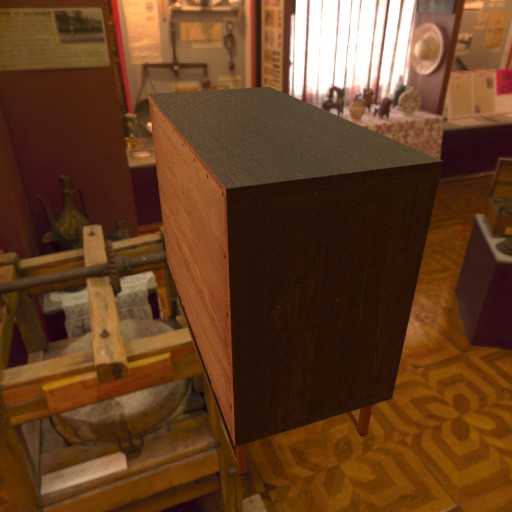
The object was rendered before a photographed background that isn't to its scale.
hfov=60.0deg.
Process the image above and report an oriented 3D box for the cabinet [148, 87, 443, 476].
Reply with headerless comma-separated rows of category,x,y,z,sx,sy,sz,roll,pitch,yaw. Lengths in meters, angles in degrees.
cabinet,0.000,0.000,1.417,0.451,0.860,0.950,-10,31,-17
